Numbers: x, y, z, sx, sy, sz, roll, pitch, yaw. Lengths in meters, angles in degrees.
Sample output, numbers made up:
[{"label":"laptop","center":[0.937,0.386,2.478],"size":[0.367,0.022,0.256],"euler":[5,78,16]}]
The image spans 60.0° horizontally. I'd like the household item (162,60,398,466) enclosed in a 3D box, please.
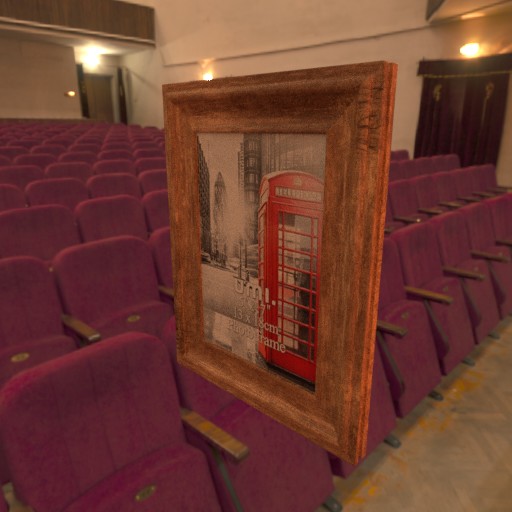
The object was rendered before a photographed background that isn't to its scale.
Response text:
[{"label":"household item","center":[0.000,0.000,0.313],"size":[0.186,0.237,0.018],"euler":[15,22,42]}]
